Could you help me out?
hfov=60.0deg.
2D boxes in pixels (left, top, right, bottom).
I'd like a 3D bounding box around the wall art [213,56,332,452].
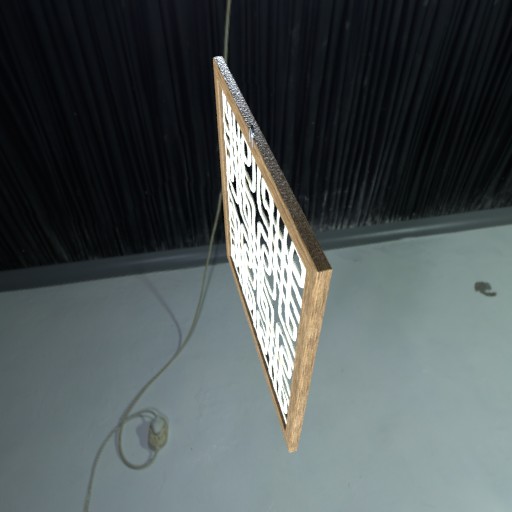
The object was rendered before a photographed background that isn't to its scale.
[{"bbox_3d":[0.000,0.000,0.864,0.021,0.582,0.561,-11,48,-10],"label":"wall art"}]
